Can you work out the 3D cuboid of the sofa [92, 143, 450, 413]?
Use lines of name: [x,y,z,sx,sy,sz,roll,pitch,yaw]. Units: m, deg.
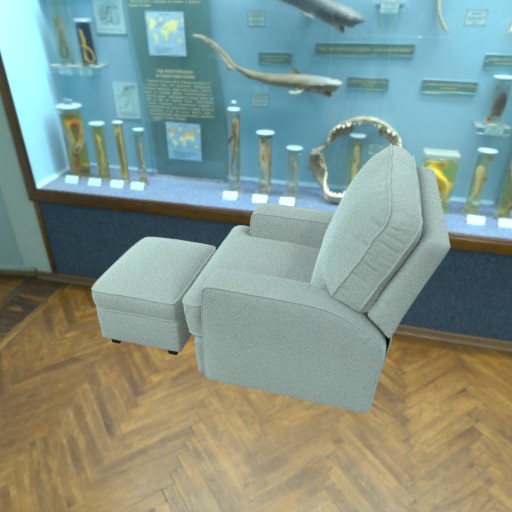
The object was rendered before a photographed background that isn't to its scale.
sofa: [0.000,0.000,2.043,1.472,0.959,0.861,8,31,13]
